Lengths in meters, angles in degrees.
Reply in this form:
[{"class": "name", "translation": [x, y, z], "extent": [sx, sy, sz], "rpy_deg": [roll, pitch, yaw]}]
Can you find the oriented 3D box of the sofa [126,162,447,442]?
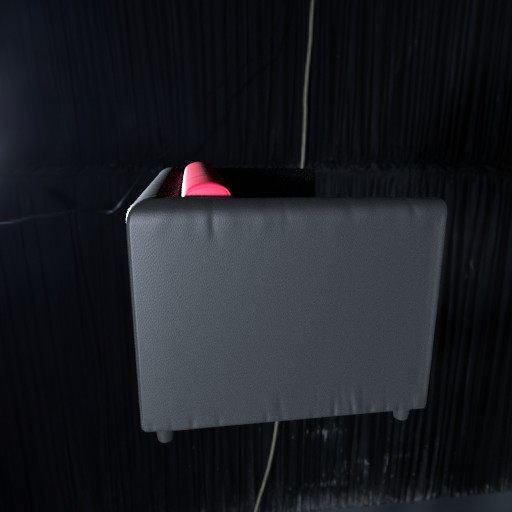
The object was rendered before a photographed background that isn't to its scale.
[{"class": "sofa", "translation": [0.000, 0.000, 1.857], "extent": [0.845, 0.735, 1.410], "rpy_deg": [-2, 15, -8]}]
